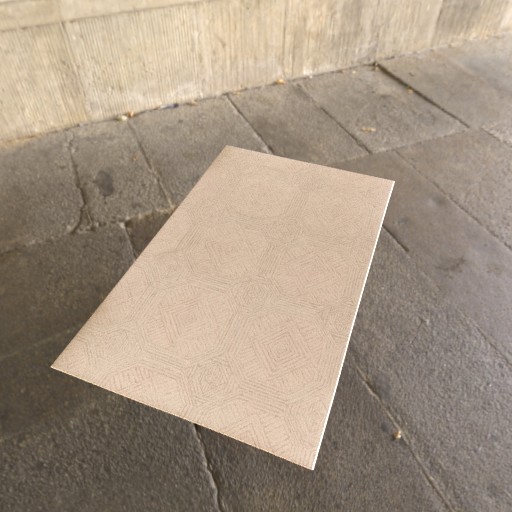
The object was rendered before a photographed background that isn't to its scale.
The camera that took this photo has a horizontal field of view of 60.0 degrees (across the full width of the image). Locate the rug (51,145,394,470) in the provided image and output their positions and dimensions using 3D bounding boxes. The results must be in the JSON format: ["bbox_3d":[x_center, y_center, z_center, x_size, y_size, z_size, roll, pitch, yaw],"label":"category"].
[{"bbox_3d":[0.000,0.000,3.082,1.524,0.008,2.440,16,48,15],"label":"rug"}]
